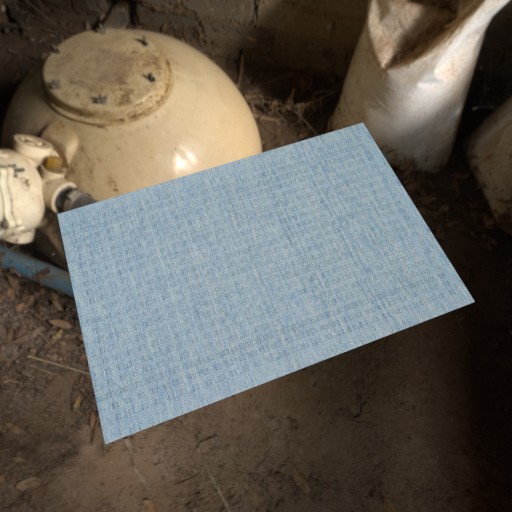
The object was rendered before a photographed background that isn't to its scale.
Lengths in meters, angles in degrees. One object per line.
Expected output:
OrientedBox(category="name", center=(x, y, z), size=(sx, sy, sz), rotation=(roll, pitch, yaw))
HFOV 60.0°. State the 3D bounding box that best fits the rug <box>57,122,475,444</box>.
OrientedBox(category="rug", center=(0.000, 0.000, 2.847), size=(2.286, 0.006, 1.522), rotation=(-19, 66, -9))
